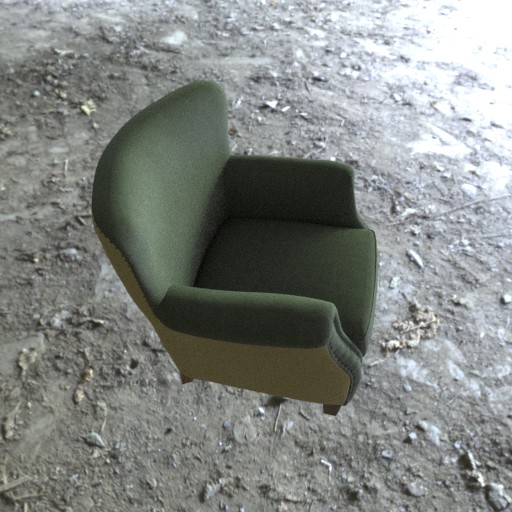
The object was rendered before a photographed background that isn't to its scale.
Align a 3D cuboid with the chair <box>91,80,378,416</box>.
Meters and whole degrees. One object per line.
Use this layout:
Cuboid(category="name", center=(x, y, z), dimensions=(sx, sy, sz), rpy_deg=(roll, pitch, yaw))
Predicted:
Cuboid(category="chair", center=(0.000, 0.000, 1.641), dimensions=(0.921, 0.936, 0.861), rpy_deg=(10, 49, 9))
